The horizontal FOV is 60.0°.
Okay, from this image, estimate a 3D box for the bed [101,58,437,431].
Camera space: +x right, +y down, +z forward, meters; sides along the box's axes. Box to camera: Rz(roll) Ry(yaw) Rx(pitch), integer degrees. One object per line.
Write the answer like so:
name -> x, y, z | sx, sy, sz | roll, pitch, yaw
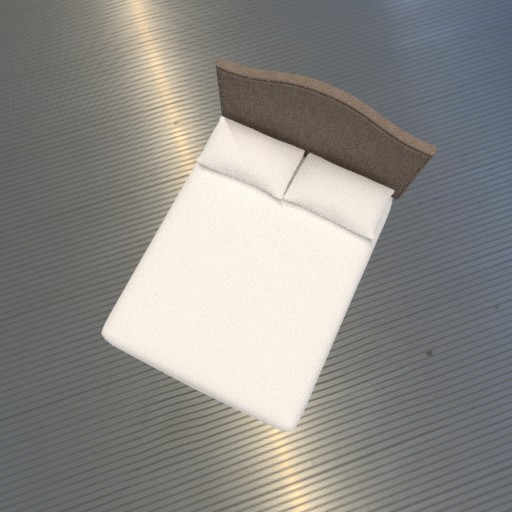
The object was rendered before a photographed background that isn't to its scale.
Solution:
bed -> 0.000, 0.000, 3.340 | 1.713, 1.518, 2.153 | 25, 76, 7
